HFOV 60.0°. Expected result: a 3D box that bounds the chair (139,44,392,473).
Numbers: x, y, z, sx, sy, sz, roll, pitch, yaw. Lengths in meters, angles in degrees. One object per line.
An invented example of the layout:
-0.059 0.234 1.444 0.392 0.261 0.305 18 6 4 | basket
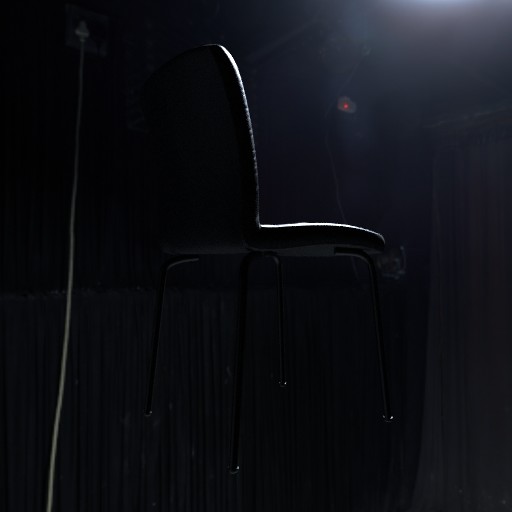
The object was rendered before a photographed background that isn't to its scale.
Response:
0.000 0.000 1.185 0.572 0.872 0.450 1 -2 -37 | chair
